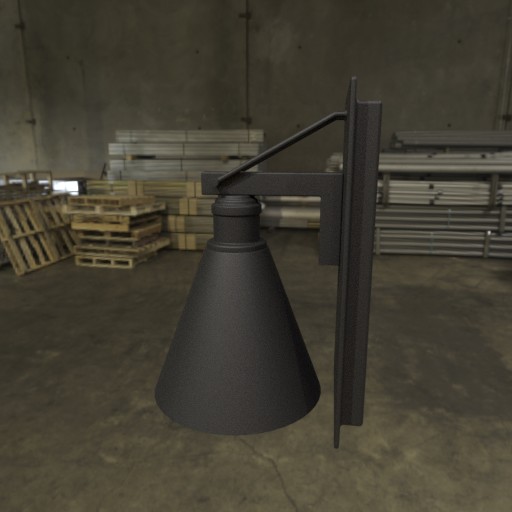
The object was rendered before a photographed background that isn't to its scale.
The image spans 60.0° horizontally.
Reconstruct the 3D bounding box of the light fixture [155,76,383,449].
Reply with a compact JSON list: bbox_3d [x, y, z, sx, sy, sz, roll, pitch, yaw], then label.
[{"bbox_3d":[0.000,0.000,0.426,0.207,0.298,0.170,2,13,9],"label":"light fixture"}]
